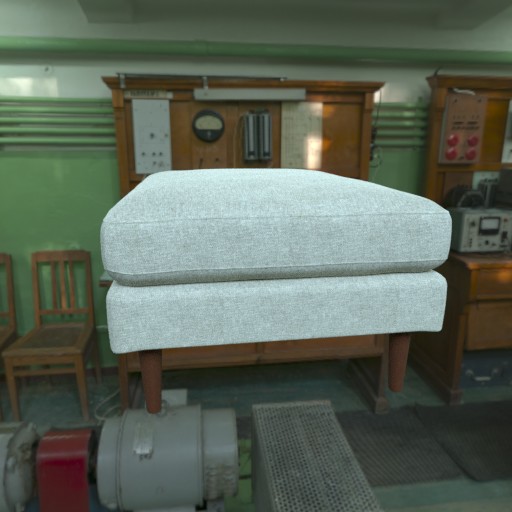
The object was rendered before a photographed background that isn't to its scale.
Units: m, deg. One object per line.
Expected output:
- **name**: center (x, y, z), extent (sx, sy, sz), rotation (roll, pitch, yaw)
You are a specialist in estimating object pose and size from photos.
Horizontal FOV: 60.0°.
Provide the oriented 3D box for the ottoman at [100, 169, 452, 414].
- **ottoman**: center (0.000, 0.000, 1.257), extent (0.693, 0.474, 0.821), rotation (-2, 15, -9)
